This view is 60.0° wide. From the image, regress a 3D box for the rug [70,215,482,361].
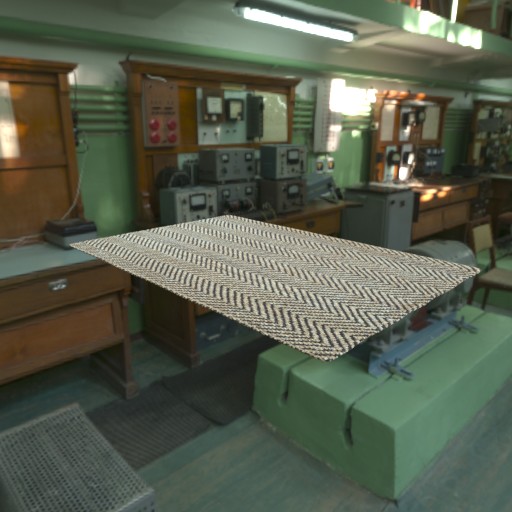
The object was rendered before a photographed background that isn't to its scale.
[{"bbox_3d":[0.000,0.000,2.309,1.219,0.008,1.828,-16,23,-42],"label":"rug"}]
